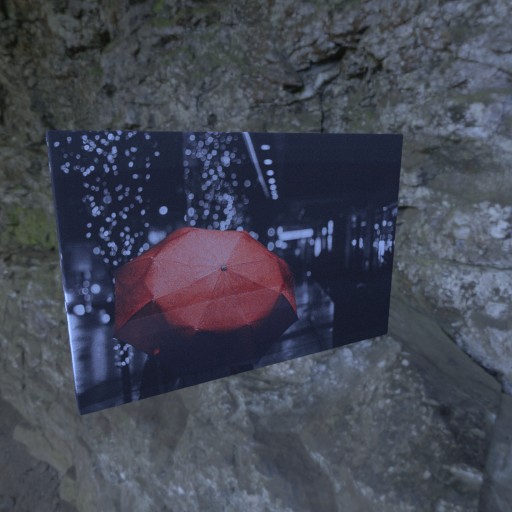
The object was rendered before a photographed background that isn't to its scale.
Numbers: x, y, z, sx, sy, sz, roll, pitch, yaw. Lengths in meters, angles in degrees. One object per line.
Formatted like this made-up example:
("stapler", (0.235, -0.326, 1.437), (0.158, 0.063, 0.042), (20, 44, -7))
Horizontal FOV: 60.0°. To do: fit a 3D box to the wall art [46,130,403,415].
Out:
("wall art", (0.000, 0.000, 0.757), (0.609, 0.406, 0.037), (-8, 16, -27))
